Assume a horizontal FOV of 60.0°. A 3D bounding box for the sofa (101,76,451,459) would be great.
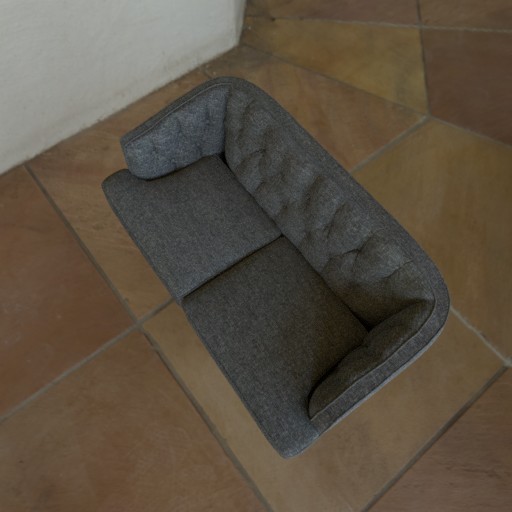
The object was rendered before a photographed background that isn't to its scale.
[{"bbox_3d":[0.000,0.000,2.274,0.941,0.855,1.733,-33,68,-15],"label":"sofa"}]
